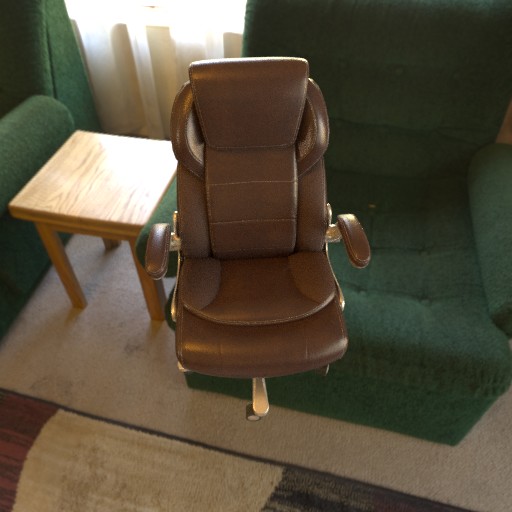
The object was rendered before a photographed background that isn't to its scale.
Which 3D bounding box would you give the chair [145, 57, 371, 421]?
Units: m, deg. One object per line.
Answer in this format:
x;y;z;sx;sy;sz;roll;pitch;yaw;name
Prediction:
0.000;0.000;1.620;0.733;1.160;0.774;-3;47;-3;chair
